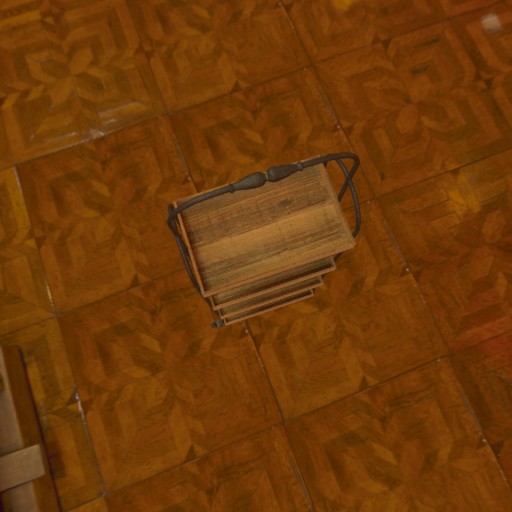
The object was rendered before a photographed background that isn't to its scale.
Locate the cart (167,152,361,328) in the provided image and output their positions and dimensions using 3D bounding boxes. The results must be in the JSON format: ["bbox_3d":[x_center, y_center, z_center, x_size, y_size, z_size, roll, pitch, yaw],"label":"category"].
[{"bbox_3d":[0.000,0.000,1.712,0.581,1.481,0.308,-18,77,-4],"label":"cart"}]
